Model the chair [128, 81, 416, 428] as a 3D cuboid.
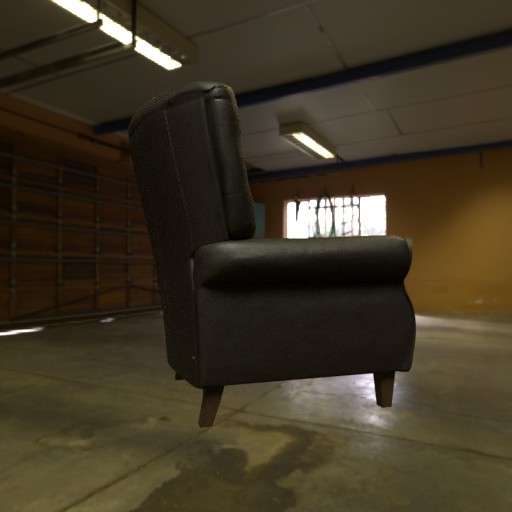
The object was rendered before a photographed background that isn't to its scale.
[{"bbox_3d":[0.000,0.000,1.900,1.058,1.158,0.948,0,-1,-17],"label":"chair"}]
